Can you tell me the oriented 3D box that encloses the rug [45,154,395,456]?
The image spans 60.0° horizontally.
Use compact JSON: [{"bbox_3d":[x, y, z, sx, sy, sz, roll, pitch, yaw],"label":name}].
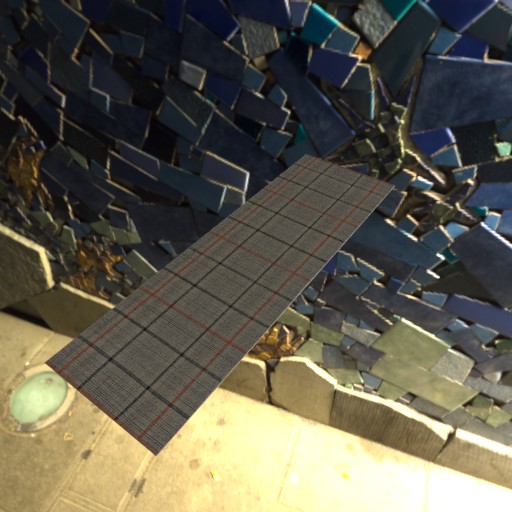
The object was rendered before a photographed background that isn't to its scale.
[{"bbox_3d":[0.000,0.000,2.709,0.762,0.008,2.439,26,49,26],"label":"rug"}]
